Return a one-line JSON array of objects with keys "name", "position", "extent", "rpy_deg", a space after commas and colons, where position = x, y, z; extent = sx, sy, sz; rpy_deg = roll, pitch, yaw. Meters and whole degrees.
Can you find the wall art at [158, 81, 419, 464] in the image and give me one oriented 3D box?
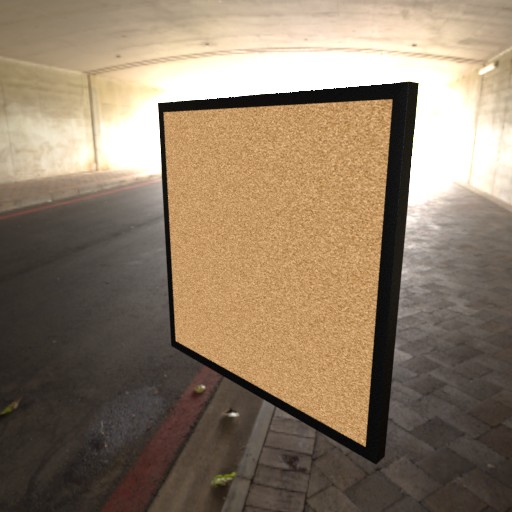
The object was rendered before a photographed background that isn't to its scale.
[{"name": "wall art", "position": [0.000, 0.000, 1.103], "extent": [0.036, 0.755, 0.756], "rpy_deg": [-15, 21, -42]}]
